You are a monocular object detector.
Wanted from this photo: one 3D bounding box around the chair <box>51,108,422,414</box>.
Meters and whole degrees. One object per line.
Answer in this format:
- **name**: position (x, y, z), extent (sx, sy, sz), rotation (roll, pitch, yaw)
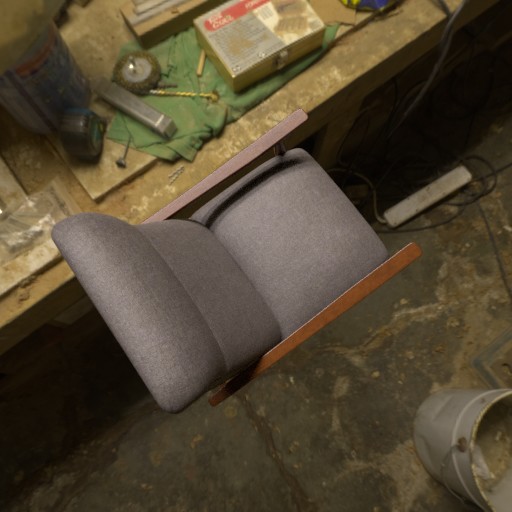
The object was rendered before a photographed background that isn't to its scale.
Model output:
- **chair**: position (0.000, 0.000, 1.752), extent (1.014, 1.081, 0.762), rotation (-35, 79, -8)
